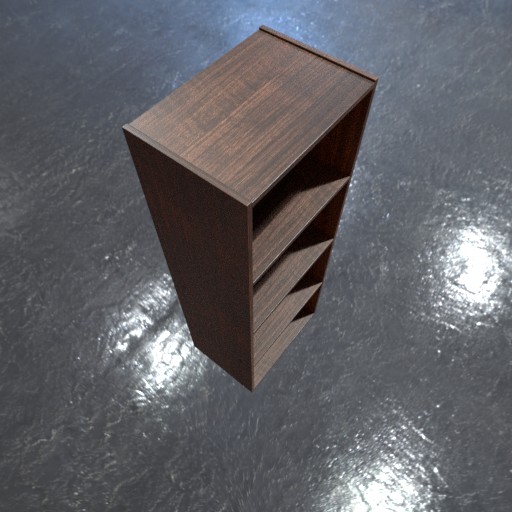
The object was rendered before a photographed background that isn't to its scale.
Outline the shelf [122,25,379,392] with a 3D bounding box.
[{"bbox_3d":[0.000,0.000,1.297,0.290,1.099,0.415,34,64,19],"label":"shelf"}]
